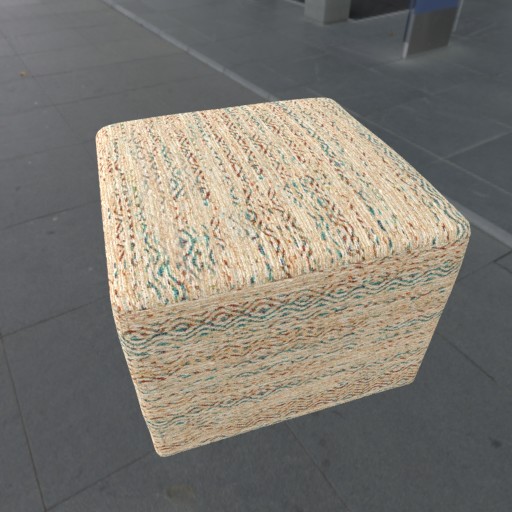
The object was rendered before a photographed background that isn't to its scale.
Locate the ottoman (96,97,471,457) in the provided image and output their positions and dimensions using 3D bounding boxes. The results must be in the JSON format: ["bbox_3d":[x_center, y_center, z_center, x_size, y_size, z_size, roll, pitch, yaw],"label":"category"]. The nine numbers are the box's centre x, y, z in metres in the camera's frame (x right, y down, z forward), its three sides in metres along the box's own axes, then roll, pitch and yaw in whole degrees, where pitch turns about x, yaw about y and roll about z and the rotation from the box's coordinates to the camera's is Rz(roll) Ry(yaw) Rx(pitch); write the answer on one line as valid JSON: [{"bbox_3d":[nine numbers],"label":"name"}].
[{"bbox_3d":[0.000,0.000,0.877,0.521,0.453,0.512,-12,43,-13],"label":"ottoman"}]
